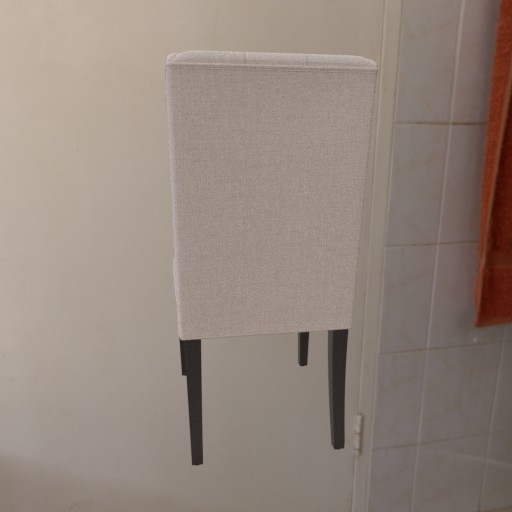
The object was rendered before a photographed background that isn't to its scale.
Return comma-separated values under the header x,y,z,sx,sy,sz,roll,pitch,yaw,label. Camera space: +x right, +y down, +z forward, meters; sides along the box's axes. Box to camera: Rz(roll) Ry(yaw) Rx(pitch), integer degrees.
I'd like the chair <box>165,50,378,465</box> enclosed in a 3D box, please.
x,y,z,sx,sy,sz,roll,pitch,yaw,label
0.000,0.000,1.238,0.474,0.961,0.523,-2,15,-9,chair
